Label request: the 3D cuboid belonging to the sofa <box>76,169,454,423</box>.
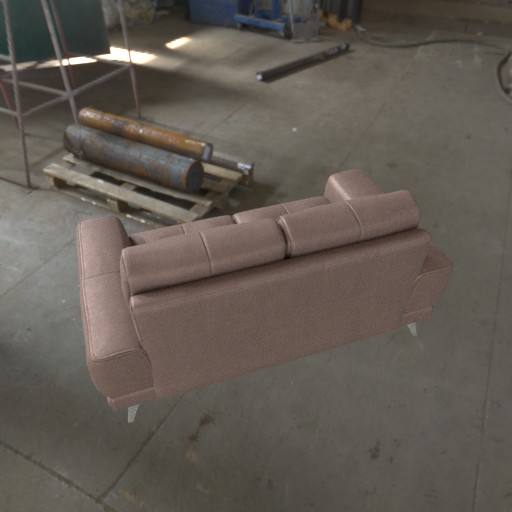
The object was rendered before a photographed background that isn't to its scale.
[{"bbox_3d":[0.000,0.000,2.385,1.806,0.907,1.018,-13,43,-14],"label":"sofa"}]
